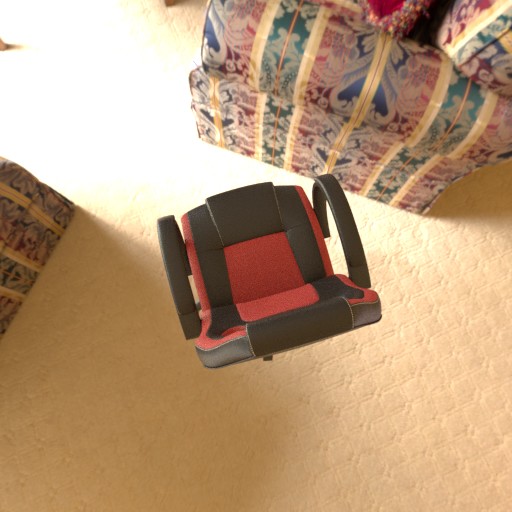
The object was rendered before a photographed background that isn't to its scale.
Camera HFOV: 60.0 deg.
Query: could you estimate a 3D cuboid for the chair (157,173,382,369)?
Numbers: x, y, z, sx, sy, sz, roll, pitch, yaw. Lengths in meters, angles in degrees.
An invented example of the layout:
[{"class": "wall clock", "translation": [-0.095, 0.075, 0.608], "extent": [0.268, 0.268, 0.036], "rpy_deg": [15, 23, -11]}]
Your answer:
[{"class": "chair", "translation": [0.000, 0.000, 1.717], "extent": [0.750, 1.189, 0.783], "rpy_deg": [-15, 76, -4]}]
